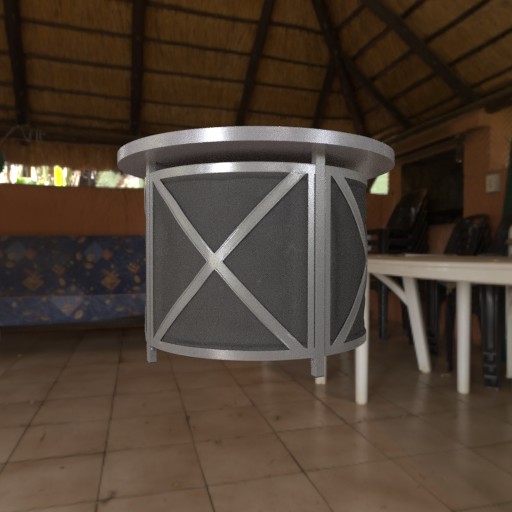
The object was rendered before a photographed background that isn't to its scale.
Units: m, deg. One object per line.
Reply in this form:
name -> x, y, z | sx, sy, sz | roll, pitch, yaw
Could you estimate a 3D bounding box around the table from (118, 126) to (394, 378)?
table -> 0.000, 0.000, 1.540 | 0.914, 0.650, 0.914 | 0, 1, 0
